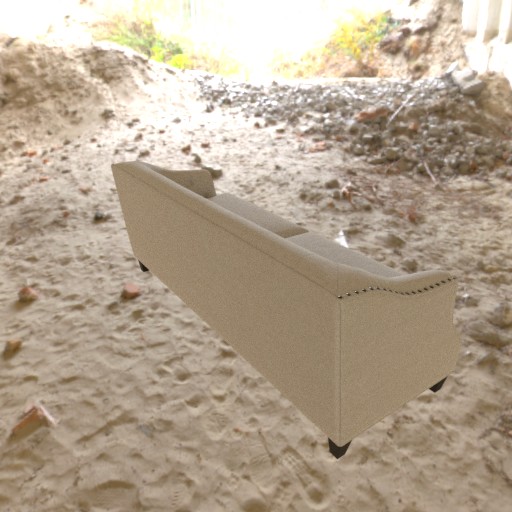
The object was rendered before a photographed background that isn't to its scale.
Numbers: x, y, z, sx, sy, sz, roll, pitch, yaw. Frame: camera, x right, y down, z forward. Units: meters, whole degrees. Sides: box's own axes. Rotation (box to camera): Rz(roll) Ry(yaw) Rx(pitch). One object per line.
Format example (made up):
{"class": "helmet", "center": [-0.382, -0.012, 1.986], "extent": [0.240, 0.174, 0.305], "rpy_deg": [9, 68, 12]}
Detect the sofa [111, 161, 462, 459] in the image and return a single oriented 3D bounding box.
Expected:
{"class": "sofa", "center": [0.000, 0.000, 2.678], "extent": [0.914, 0.901, 2.235], "rpy_deg": [-17, 31, -31]}
